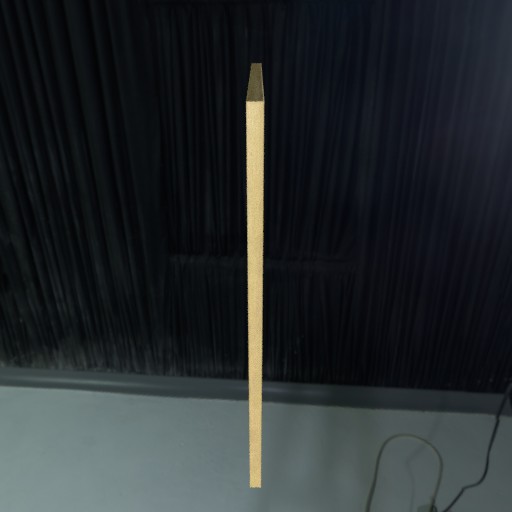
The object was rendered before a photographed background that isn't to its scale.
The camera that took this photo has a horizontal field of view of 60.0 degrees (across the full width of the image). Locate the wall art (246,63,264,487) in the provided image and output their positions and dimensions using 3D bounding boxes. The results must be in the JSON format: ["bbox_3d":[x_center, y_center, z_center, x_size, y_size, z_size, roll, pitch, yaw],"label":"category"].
[{"bbox_3d":[0.000,0.000,1.326,0.030,1.002,0.798,0,28,0],"label":"wall art"}]
